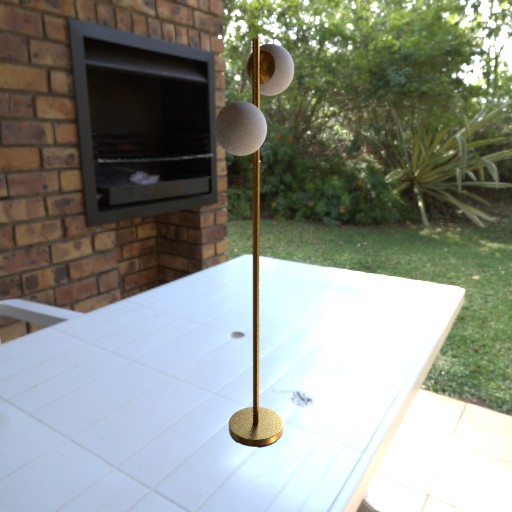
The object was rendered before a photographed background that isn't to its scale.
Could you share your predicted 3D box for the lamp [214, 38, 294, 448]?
[{"bbox_3d":[0.000,0.000,1.819,0.249,1.641,0.419,8,16,27],"label":"lamp"}]
